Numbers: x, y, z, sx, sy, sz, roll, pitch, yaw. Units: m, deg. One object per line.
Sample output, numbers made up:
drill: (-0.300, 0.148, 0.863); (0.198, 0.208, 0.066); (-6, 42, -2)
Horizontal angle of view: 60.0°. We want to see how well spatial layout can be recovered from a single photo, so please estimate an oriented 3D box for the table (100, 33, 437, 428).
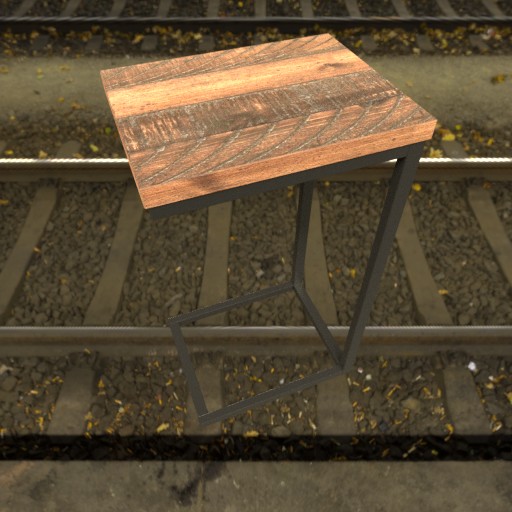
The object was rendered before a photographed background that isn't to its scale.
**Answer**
table: (0.000, 0.000, 0.925); (0.414, 0.718, 0.323); (-16, 50, -14)
